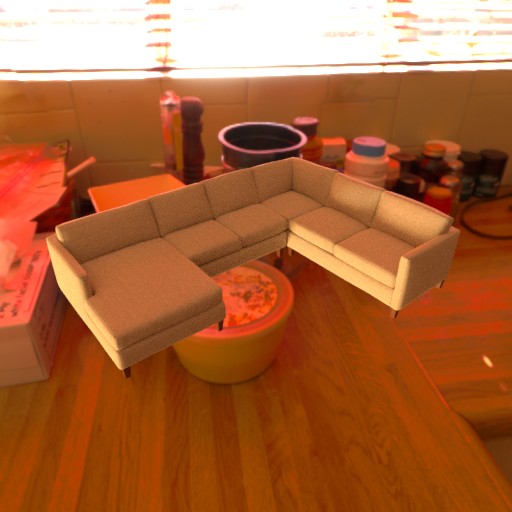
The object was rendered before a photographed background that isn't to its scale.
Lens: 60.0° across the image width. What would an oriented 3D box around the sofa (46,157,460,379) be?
[{"bbox_3d":[0.000,0.000,4.668,3.460,0.961,2.594,-23,39,-32],"label":"sofa"}]
